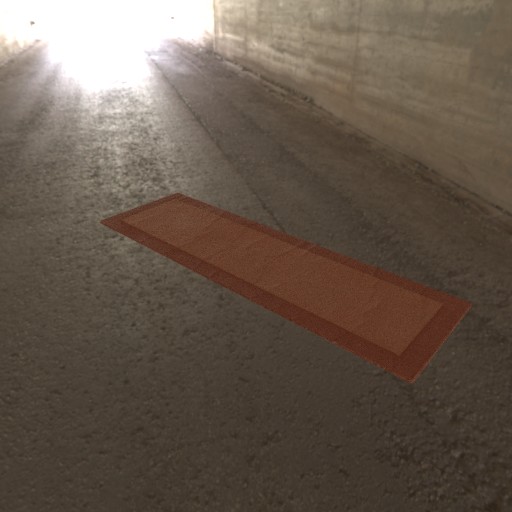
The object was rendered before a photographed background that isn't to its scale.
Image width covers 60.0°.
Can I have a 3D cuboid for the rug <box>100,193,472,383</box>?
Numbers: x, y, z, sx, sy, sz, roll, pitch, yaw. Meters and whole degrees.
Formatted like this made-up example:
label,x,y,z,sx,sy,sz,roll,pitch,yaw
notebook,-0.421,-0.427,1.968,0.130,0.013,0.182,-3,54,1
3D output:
label,x,y,z,sx,sy,sz,roll,pitch,yaw
rug,0.000,0.000,2.826,2.471,0.013,0.914,21,36,32
